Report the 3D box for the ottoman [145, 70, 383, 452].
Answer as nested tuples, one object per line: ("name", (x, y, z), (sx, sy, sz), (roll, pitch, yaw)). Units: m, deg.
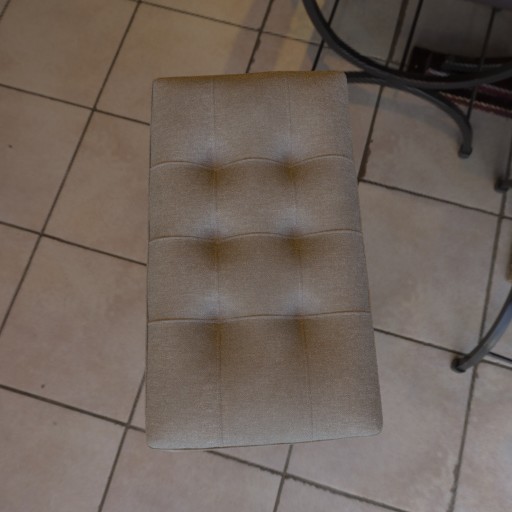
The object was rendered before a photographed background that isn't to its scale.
("ottoman", (0.000, 0.000, 1.482), (0.648, 0.514, 1.143), (-2, 75, -1))
